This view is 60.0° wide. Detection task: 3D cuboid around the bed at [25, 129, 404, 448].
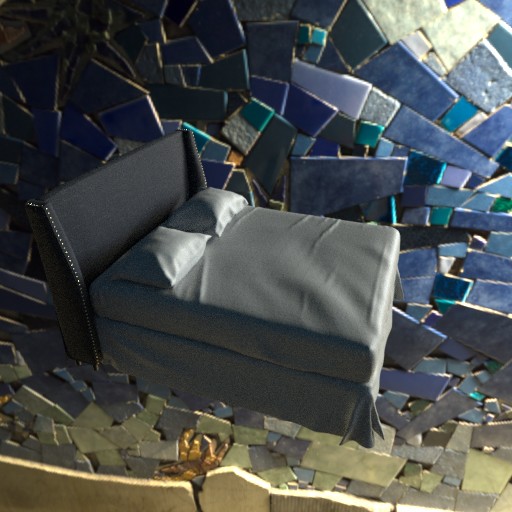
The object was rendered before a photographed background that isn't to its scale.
[{"bbox_3d":[0.000,0.000,3.385,2.276,1.332,1.925,11,32,18],"label":"bed"}]
